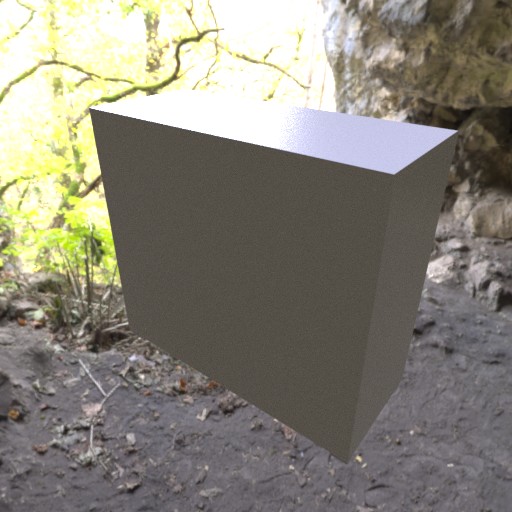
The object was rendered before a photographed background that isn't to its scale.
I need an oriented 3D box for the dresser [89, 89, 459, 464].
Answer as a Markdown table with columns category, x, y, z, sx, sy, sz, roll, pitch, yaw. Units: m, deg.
| category | x | y | z | sx | sy | sz | roll | pitch | yaw |
| --- | --- | --- | --- | --- | --- | --- | --- | --- | --- |
| dresser | 0.000 | 0.000 | 1.641 | 1.100 | 1.000 | 0.460 | 21 | 36 | 32 |
